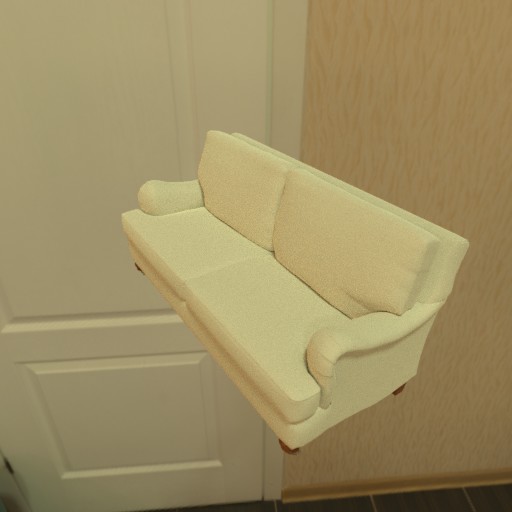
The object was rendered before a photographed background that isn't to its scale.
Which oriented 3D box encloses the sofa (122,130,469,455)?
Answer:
[{"bbox_3d":[0.000,0.000,2.832,1.086,1.087,2.159,-20,37,-28],"label":"sofa"}]
